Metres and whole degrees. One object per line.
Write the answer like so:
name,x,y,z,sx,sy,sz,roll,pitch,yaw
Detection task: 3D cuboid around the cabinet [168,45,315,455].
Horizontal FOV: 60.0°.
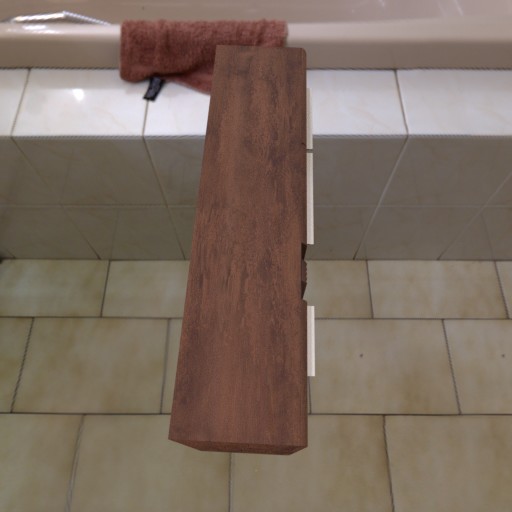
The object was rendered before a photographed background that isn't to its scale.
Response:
cabinet,0.000,0.000,1.993,0.420,0.900,1.600,2,64,1
